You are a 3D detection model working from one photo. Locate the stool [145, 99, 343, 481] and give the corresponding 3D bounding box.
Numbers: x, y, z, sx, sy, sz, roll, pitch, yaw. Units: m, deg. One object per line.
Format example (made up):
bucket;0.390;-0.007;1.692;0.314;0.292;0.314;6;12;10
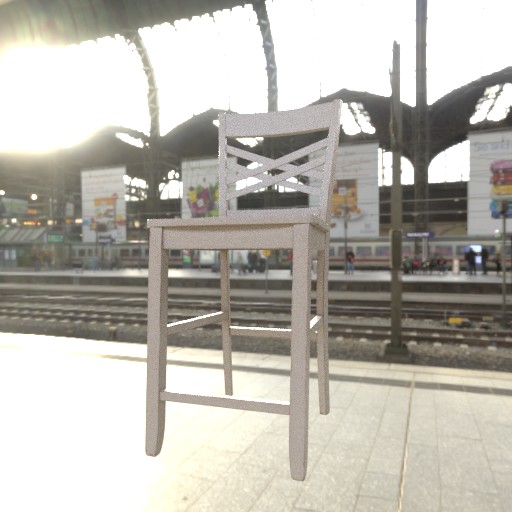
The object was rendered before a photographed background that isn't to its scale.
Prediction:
stool;0.000;0.000;1.367;0.462;1.079;0.539;0;0;19
